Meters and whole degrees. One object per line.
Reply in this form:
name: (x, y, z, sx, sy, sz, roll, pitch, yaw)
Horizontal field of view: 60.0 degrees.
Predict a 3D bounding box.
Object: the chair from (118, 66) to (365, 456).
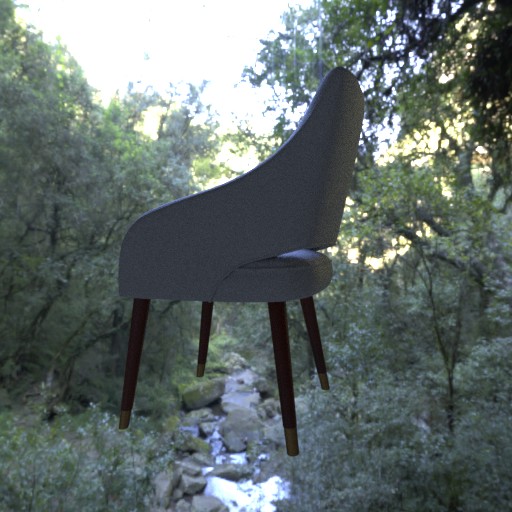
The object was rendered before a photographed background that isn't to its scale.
chair: (0.000, 0.000, 1.280, 0.600, 0.889, 0.609, 1, 2, 18)
